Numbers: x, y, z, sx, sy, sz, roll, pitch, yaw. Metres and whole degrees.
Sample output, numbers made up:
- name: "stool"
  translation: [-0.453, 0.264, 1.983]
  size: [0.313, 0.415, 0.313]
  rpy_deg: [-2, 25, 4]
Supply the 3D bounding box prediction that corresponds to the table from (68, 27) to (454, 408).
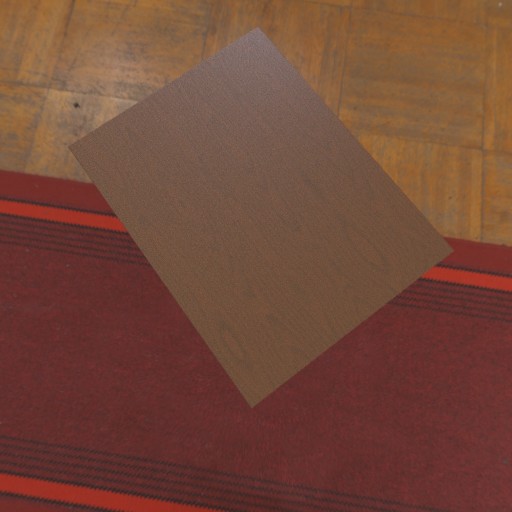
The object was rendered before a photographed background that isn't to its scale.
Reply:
- name: "table"
  translation: [0.000, 0.000, 0.823]
  size: [0.300, 0.599, 0.406]
  rpy_deg: [-36, 79, -8]
